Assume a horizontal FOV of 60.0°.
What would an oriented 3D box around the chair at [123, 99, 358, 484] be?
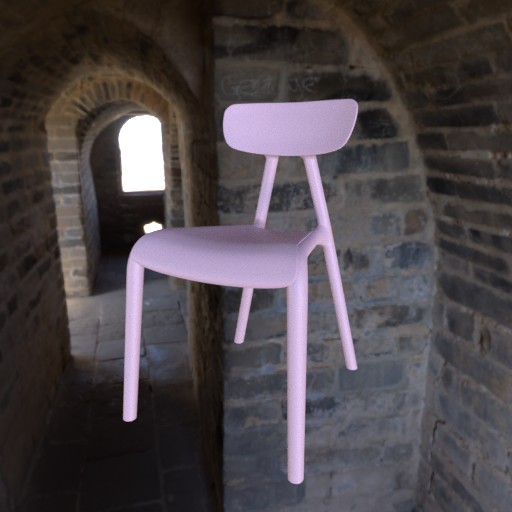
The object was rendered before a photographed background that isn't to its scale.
[{"bbox_3d":[0.000,0.000,0.841,0.356,0.580,0.401,7,16,27],"label":"chair"}]
